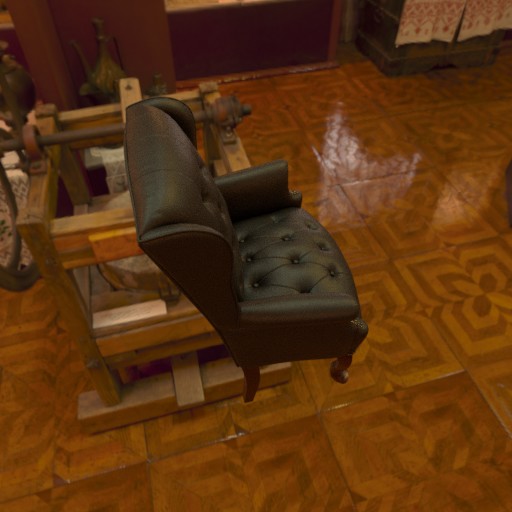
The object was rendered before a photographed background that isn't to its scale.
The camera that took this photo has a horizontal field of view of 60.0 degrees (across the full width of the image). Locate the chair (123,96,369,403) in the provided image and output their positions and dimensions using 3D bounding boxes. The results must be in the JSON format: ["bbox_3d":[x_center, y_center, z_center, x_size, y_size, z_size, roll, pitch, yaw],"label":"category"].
[{"bbox_3d":[0.000,0.000,1.681,0.762,1.111,0.838,-10,48,-9],"label":"chair"}]
